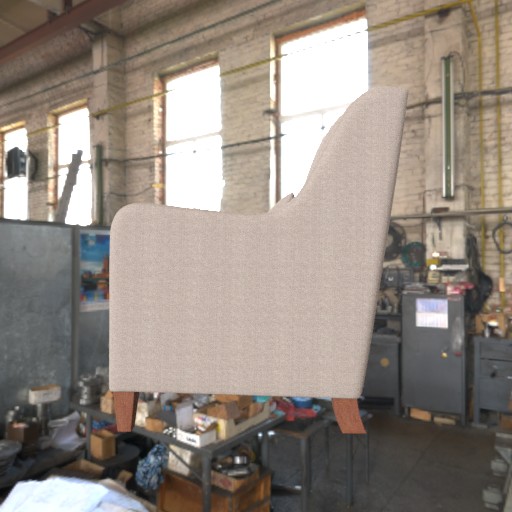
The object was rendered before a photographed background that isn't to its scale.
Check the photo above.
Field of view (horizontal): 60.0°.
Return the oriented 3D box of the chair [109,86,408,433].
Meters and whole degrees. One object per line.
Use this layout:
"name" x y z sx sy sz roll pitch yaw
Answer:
"chair" 0.000 0.000 1.606 0.890 1.017 0.715 0 -1 1
